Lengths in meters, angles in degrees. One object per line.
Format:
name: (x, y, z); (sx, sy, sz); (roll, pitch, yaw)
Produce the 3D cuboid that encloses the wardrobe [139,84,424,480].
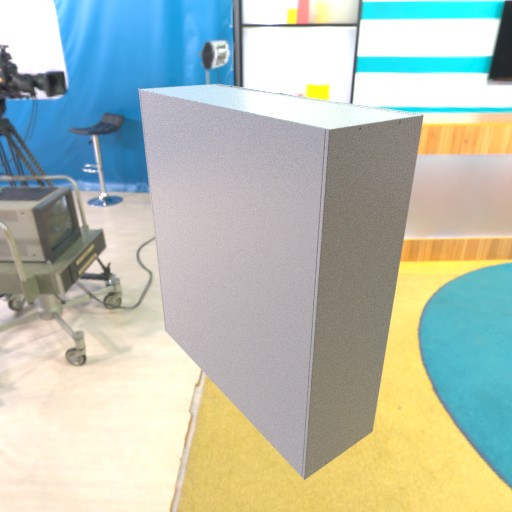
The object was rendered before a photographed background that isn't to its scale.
wardrobe: (0.000, 0.000, 2.901); (0.629, 1.960, 1.780); (-18, 31, -32)
